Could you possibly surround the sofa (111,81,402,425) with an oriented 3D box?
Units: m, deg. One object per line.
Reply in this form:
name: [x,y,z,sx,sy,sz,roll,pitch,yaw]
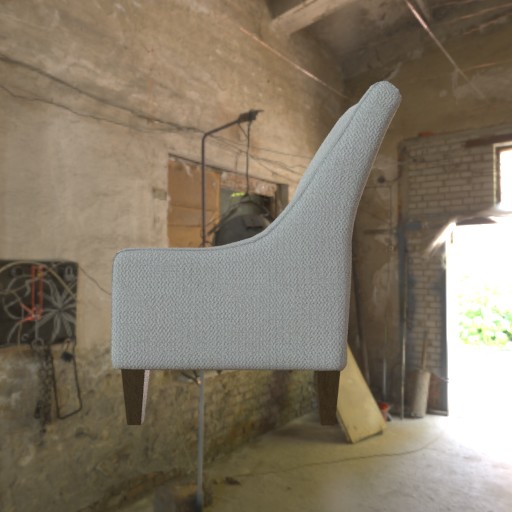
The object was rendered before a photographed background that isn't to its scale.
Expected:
sofa: [0.000,0.000,1.896,0.870,1.022,1.242,0,-1,0]
